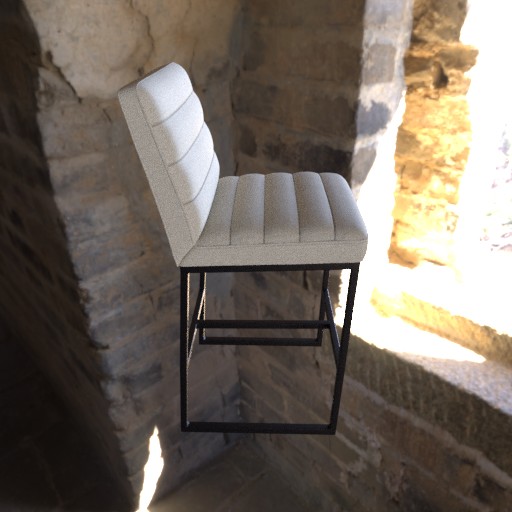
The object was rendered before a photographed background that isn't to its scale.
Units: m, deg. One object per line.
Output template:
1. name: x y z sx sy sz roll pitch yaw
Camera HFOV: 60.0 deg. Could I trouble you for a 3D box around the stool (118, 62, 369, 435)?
1. stool: 0.000 0.000 1.334 0.560 1.040 0.460 1 29 1
